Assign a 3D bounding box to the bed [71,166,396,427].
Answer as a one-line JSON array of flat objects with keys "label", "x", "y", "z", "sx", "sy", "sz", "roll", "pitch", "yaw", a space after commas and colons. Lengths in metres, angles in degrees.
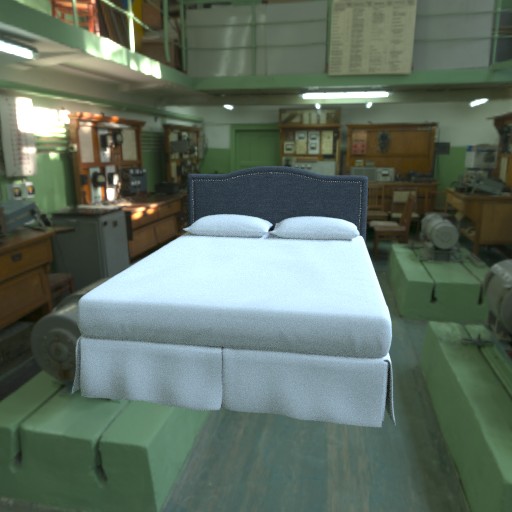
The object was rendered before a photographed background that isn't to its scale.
[{"label": "bed", "x": 0.000, "y": 0.000, "z": 3.948, "sx": 2.161, "sy": 1.457, "sz": 2.689, "roll": 2, "pitch": 14, "yaw": 9}]
